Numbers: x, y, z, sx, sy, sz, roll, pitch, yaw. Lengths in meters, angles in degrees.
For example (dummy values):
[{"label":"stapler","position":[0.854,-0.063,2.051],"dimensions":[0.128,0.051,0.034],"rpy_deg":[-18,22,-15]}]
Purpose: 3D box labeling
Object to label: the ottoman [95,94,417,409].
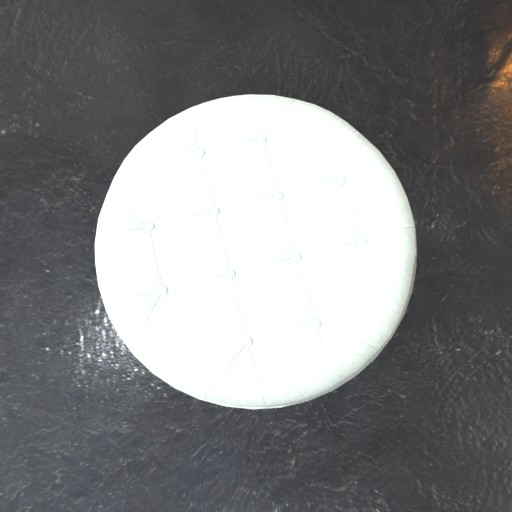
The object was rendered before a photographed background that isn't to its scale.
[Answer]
[{"label":"ottoman","position":[0.000,0.000,1.333],"dimensions":[0.850,0.483,0.850],"rpy_deg":[0,75,0]}]
